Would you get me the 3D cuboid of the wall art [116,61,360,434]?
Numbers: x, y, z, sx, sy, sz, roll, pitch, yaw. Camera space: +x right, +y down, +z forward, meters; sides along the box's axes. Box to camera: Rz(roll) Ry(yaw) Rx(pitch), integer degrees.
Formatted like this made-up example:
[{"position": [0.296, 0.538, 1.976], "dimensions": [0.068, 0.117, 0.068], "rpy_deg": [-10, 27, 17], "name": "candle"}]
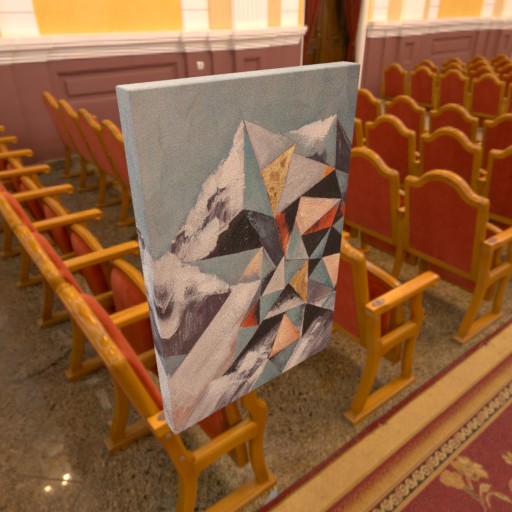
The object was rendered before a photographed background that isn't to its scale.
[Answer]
[{"position": [0.000, 0.000, 1.182], "dimensions": [0.609, 0.911, 0.061], "rpy_deg": [-21, 36, -32], "name": "wall art"}]
